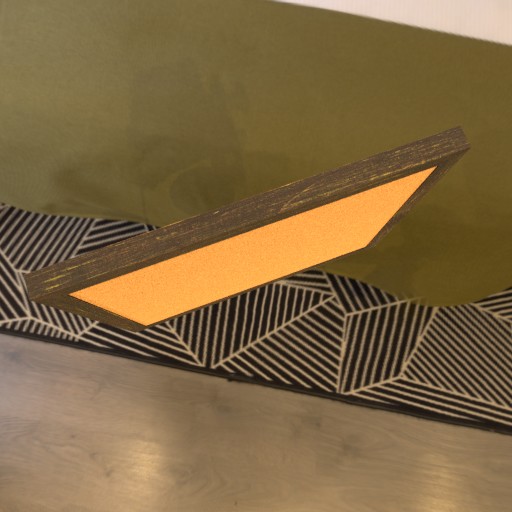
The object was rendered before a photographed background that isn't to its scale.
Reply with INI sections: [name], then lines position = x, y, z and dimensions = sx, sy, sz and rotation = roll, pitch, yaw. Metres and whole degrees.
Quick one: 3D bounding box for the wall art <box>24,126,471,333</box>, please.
[wall art]
position = 0.000, 0.000, 0.751
dimensions = 0.558, 0.457, 0.032
rotation = -19, 76, -5
